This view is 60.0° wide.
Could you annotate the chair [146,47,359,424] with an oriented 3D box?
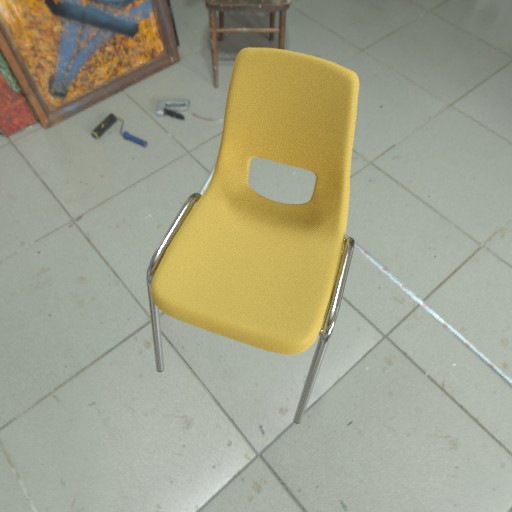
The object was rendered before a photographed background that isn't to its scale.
[{"bbox_3d":[0.000,0.000,0.912,0.381,0.653,0.436,17,60,10],"label":"chair"}]
